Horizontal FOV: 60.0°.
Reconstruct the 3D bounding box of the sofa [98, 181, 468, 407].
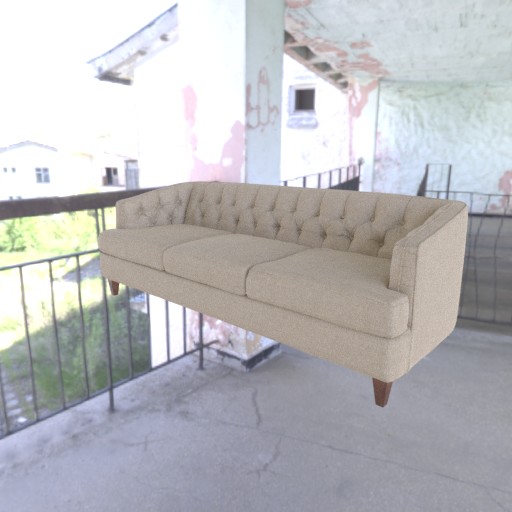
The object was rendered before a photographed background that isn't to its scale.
[{"bbox_3d":[0.000,0.000,2.693,2.235,0.788,0.913,12,18,41],"label":"sofa"}]
